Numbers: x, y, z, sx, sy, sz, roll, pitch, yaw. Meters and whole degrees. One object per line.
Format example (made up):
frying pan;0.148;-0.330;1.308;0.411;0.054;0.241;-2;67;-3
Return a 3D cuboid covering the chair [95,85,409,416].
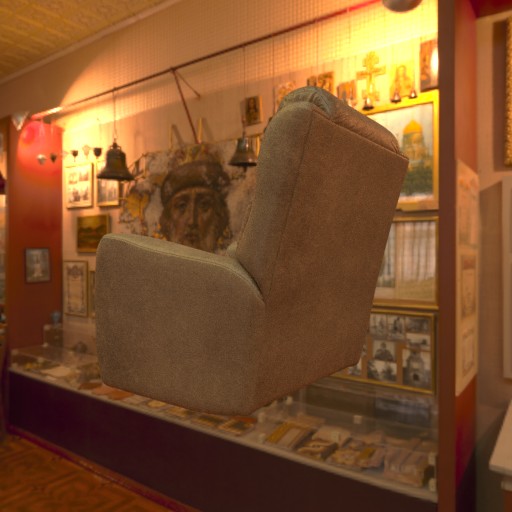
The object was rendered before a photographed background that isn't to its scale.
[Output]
chair;0.000;0.000;1.930;1.068;1.116;0.965;0;0;37
